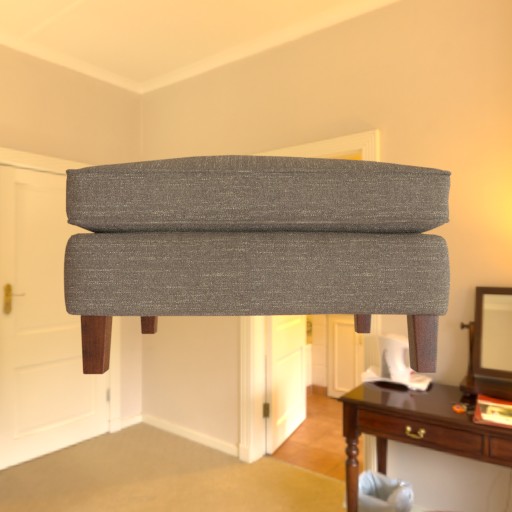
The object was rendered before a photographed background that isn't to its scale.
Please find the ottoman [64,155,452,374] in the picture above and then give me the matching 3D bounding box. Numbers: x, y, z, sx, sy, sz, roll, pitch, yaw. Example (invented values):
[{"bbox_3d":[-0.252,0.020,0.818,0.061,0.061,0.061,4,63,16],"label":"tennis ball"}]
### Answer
[{"bbox_3d":[0.000,0.000,0.981,0.686,0.406,0.508,0,-1,-1],"label":"ottoman"}]
